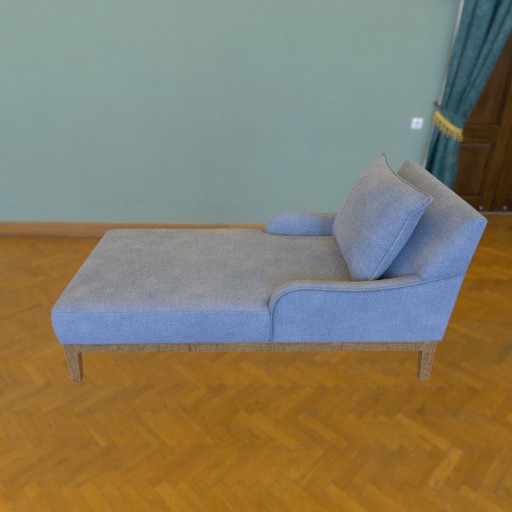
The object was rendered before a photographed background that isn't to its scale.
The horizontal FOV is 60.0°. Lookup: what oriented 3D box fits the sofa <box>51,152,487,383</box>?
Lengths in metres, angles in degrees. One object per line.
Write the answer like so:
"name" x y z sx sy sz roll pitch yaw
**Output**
"sofa" 0.000 0.000 2.253 1.779 0.883 0.904 0 27 0
